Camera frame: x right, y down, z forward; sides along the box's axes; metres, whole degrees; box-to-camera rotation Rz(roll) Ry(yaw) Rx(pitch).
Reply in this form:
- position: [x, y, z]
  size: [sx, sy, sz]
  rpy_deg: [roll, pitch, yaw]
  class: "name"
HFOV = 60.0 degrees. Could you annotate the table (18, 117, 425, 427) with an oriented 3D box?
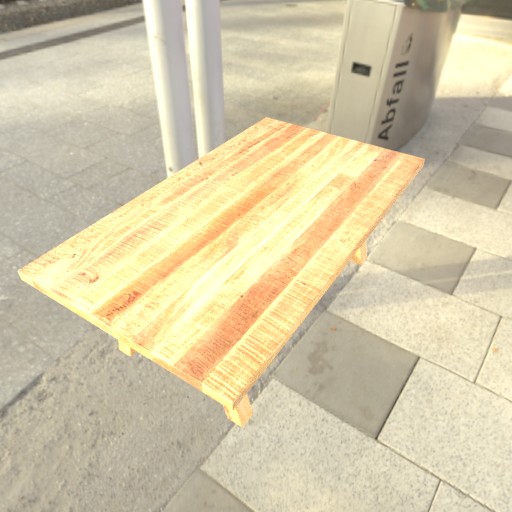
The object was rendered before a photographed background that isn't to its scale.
- position: [0.000, 0.000, 1.672]
  size: [0.760, 0.455, 1.320]
  rpy_deg: [23, 45, 25]
  class: "table"
